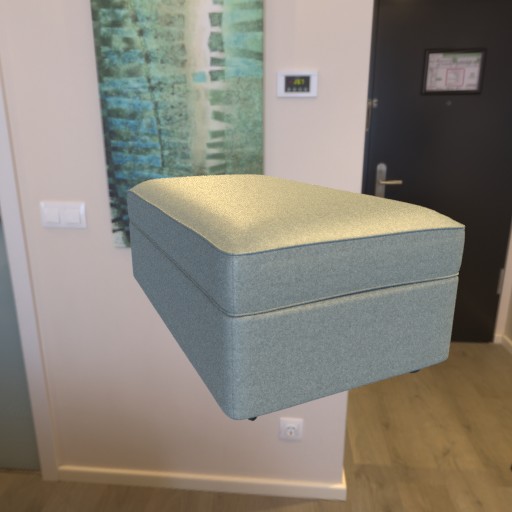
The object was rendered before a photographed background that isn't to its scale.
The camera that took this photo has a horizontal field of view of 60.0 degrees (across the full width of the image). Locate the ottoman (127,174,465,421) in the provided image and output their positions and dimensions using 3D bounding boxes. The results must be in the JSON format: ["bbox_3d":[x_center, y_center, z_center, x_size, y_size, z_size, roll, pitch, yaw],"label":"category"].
[{"bbox_3d":[0.000,0.000,1.557,0.681,0.494,1.173,-7,17,-24],"label":"ottoman"}]
